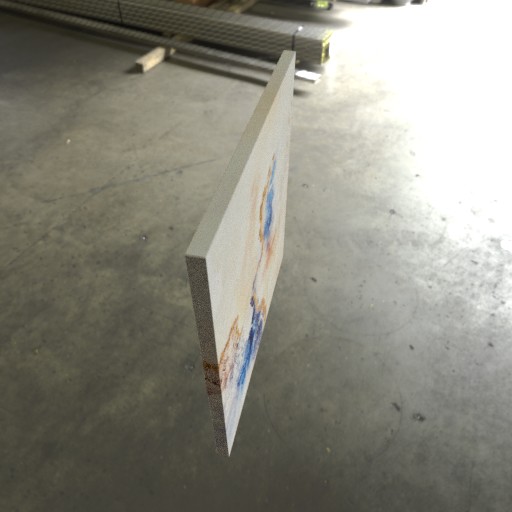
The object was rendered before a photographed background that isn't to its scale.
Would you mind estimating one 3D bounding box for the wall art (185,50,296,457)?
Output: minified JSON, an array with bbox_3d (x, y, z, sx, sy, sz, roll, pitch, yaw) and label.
[{"bbox_3d":[0.000,0.000,1.354,0.038,0.889,0.889,10,47,9],"label":"wall art"}]
